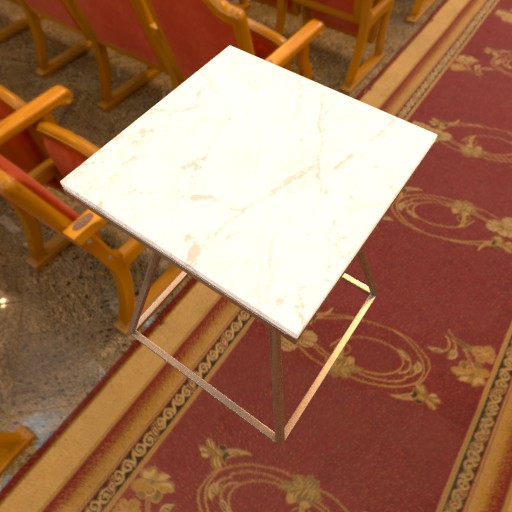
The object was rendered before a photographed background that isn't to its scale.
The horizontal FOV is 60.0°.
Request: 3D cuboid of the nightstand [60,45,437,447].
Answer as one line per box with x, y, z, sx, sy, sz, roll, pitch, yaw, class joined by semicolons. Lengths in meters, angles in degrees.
0.000;0.000;0.896;0.455;0.554;0.455;31;63;18;nightstand
